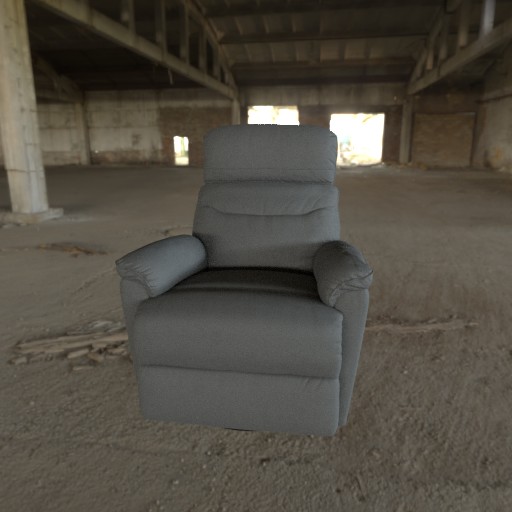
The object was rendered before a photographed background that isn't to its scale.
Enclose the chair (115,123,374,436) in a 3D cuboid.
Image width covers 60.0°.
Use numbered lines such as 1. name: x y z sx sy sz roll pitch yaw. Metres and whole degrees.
1. chair: 0.000 0.000 1.746 0.820 1.037 1.004 2 14 8
